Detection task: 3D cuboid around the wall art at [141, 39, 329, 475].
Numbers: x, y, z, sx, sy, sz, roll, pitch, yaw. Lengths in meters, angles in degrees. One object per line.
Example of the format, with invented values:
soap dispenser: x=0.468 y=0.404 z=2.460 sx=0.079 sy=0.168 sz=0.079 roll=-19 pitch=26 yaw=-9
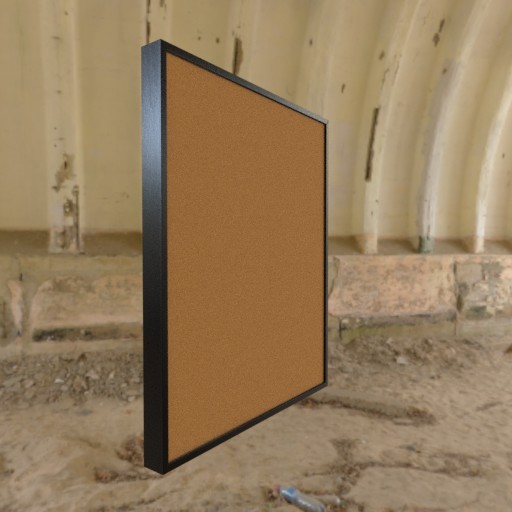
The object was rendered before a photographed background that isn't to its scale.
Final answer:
wall art: x=0.000 y=0.000 z=0.753 sx=0.039 sy=0.553 sz=0.451 roll=1 pitch=2 yaw=37
